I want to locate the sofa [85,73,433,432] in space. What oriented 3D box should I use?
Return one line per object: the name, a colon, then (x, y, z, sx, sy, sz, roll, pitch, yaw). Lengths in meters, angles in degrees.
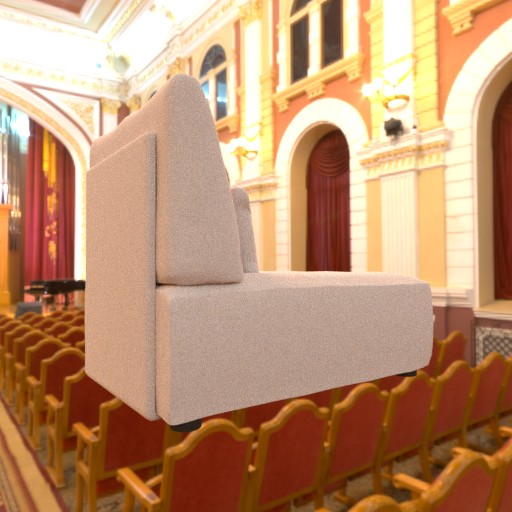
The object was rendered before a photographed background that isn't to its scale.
sofa: (0.000, 0.000, 1.525, 1.000, 0.820, 0.700, 1, -2, -35)
